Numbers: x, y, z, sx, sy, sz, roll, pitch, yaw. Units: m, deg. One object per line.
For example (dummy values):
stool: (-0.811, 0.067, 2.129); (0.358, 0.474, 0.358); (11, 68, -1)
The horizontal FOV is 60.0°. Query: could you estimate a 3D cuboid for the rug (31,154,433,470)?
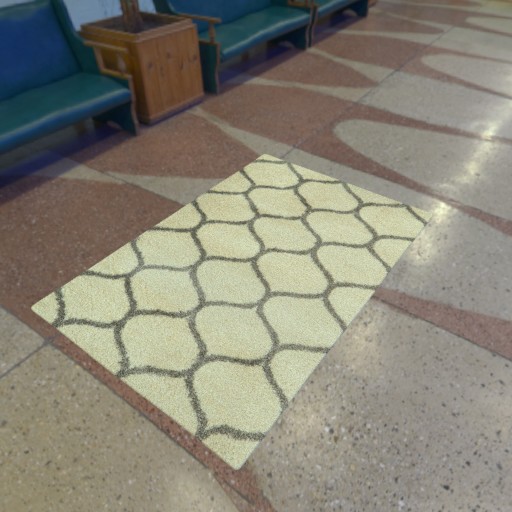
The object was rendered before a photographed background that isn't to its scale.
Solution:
rug: (0.000, 0.000, 3.402); (1.801, 0.026, 2.701); (26, 47, 27)
